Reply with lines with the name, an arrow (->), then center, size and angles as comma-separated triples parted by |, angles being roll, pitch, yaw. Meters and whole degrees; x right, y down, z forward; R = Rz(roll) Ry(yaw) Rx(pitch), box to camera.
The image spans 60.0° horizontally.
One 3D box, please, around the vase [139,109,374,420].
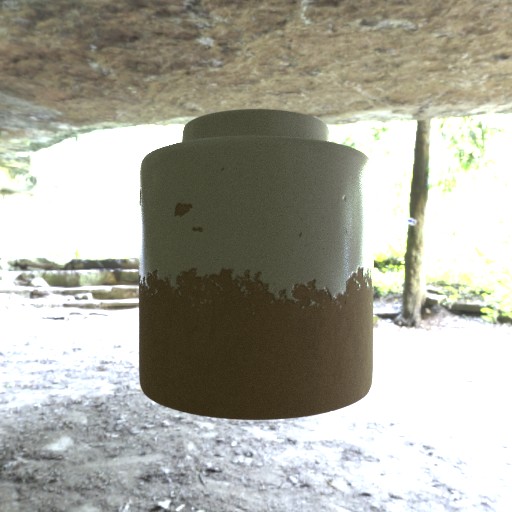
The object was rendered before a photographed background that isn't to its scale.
vase -> 0.000, 0.000, 0.298 | 0.153, 0.167, 0.153 | 0, 0, 0
